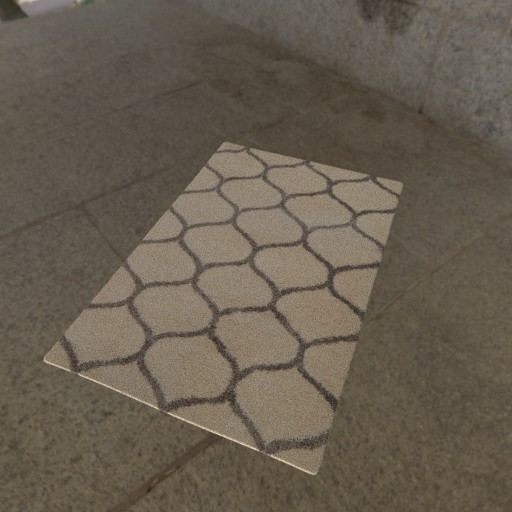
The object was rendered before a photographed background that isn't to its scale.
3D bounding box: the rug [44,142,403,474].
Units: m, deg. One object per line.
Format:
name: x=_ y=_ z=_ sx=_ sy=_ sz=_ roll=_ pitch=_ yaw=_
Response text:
rug: x=0.000 y=0.000 z=3.414 sx=1.801 sy=0.026 sz=2.701 roll=17 pitch=49 yaw=15
